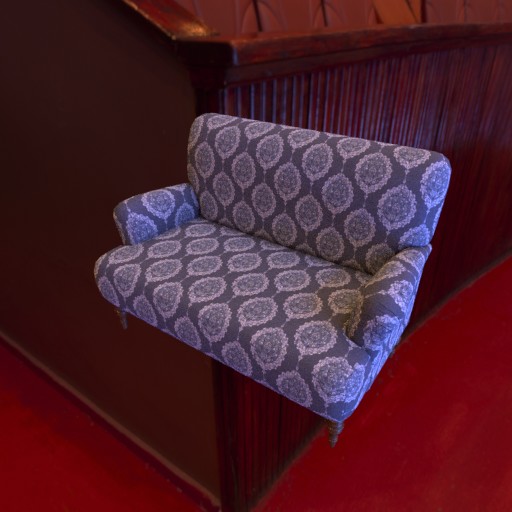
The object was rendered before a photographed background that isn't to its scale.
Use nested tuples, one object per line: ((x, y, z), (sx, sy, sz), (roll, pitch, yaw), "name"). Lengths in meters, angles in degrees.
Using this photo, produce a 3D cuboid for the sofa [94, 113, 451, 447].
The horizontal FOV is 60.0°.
((0.000, 0.000, 1.801), (1.297, 0.867, 0.779), (20, 36, 30), "sofa")
